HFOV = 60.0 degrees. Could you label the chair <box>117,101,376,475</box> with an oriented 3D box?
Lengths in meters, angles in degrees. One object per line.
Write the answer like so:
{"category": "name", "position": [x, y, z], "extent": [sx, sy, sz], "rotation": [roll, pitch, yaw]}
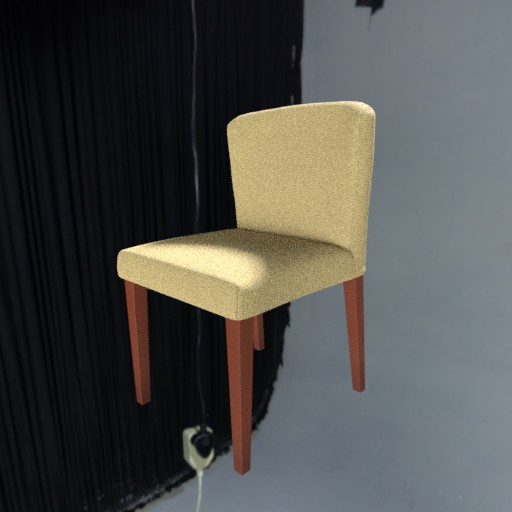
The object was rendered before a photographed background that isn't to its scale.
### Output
{"category": "chair", "position": [0.000, 0.000, 1.217], "extent": [0.491, 0.839, 0.589], "rotation": [13, 18, 43]}
